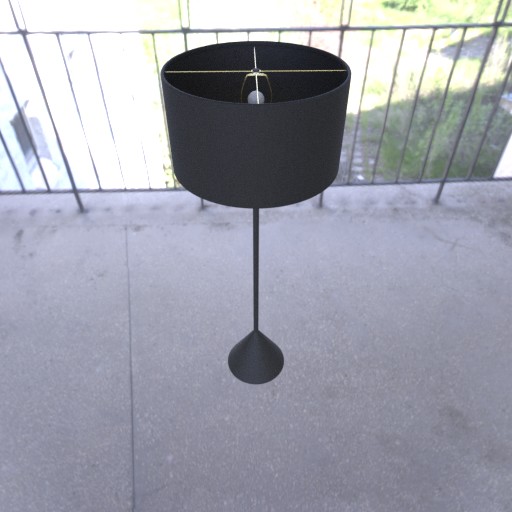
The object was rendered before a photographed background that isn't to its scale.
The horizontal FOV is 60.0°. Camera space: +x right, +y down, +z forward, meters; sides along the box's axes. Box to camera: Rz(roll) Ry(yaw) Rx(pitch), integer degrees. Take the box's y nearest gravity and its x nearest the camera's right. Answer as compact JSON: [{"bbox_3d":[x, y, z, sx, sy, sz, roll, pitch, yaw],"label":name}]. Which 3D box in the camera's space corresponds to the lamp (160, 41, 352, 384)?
[{"bbox_3d":[0.000,0.000,1.856,0.580,1.526,0.580,-1,41,-1],"label":"lamp"}]
